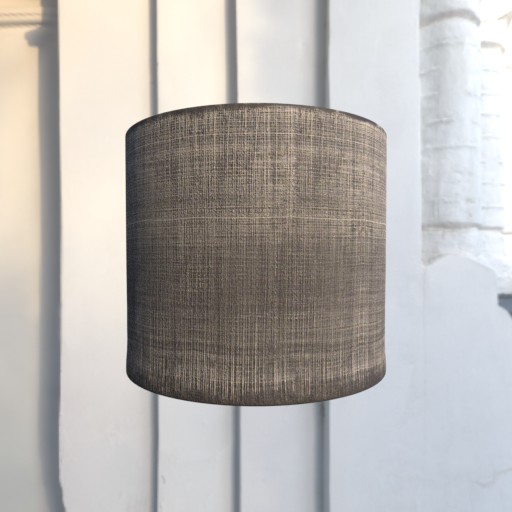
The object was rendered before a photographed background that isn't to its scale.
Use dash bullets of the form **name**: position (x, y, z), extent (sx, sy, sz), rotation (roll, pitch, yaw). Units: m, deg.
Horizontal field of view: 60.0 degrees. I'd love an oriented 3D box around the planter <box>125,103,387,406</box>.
- **planter**: position (0.000, 0.000, 0.315), extent (0.178, 0.157, 0.178), rotation (0, 0, 0)
